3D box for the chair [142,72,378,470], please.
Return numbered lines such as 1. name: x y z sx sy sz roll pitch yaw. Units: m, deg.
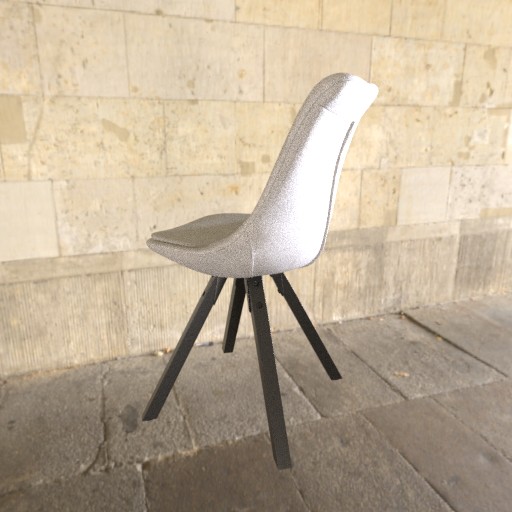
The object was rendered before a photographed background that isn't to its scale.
1. chair: 0.000 0.000 1.166 0.550 0.850 0.485 7 17 25
